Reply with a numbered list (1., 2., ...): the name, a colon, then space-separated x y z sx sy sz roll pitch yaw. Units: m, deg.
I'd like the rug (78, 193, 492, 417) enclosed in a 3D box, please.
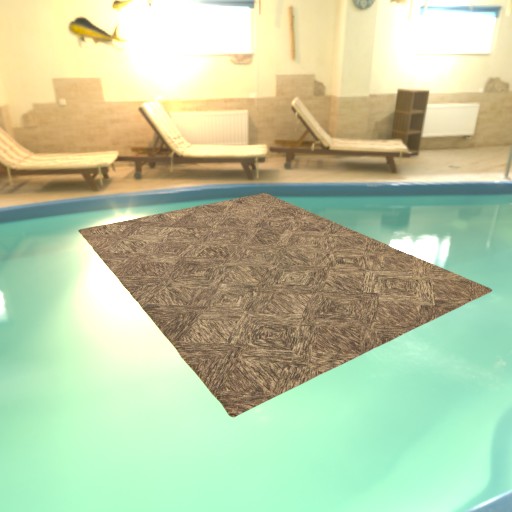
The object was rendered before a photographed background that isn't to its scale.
1. rug: 0.000 0.000 4.138 2.448 0.017 3.204 -16 29 -30
